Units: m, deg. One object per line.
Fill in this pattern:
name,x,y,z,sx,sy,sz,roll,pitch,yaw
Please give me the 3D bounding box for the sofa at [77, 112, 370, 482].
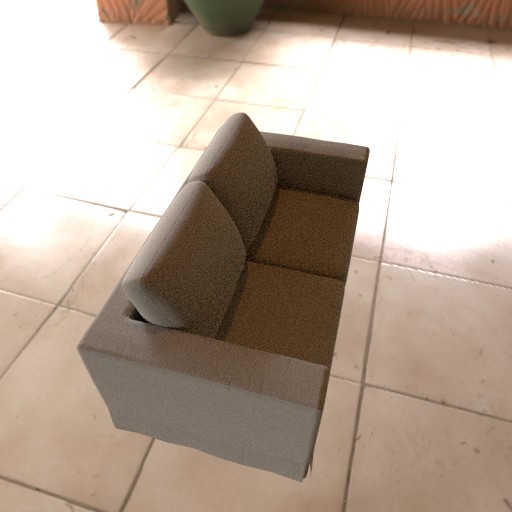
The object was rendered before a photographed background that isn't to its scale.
sofa,0.000,0.000,2.400,1.009,0.932,1.813,11,47,11
